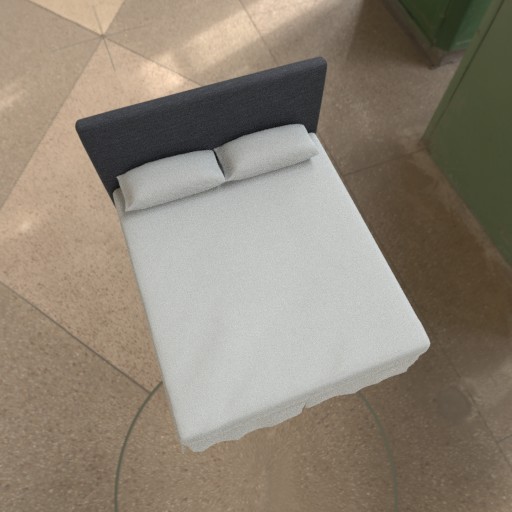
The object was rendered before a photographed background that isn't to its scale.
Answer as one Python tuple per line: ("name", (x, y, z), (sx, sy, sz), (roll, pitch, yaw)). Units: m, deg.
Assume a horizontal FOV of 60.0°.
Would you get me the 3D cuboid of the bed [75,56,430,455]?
("bed", (0.000, 0.000, 3.204), (1.884, 1.330, 2.142), (-18, 65, -9))
